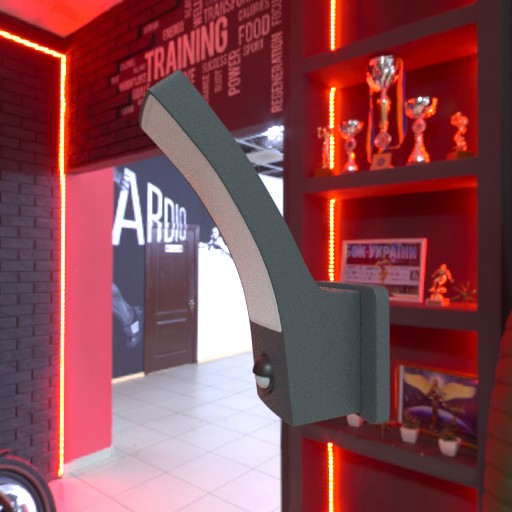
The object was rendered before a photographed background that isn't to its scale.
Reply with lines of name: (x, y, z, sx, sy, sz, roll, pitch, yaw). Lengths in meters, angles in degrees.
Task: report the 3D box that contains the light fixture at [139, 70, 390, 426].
light fixture: (0.000, 0.000, 0.342, 0.174, 0.243, 0.108, 0, -1, -18)
